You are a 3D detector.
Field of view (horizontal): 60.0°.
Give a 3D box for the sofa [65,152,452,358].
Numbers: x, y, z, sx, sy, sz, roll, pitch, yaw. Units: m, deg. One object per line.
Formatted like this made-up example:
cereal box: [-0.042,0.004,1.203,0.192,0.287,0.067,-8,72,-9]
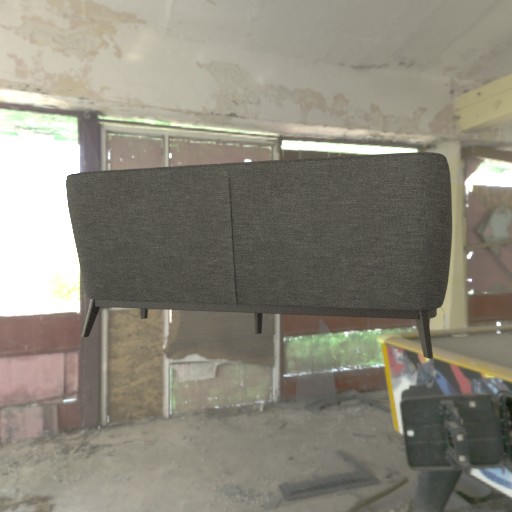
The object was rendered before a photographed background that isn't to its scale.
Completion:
sofa: [0.000,0.000,2.334,1.928,0.829,0.867,0,0,16]
